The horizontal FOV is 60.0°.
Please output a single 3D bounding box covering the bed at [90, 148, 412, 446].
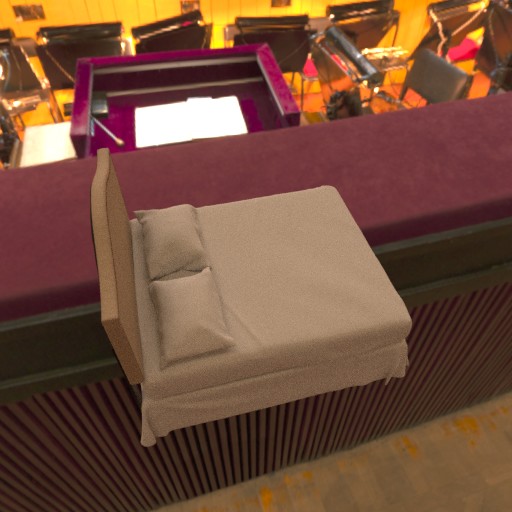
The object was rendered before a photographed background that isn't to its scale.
[{"bbox_3d":[0.000,0.000,3.455,2.221,1.645,1.876,-11,49,-9],"label":"bed"}]
